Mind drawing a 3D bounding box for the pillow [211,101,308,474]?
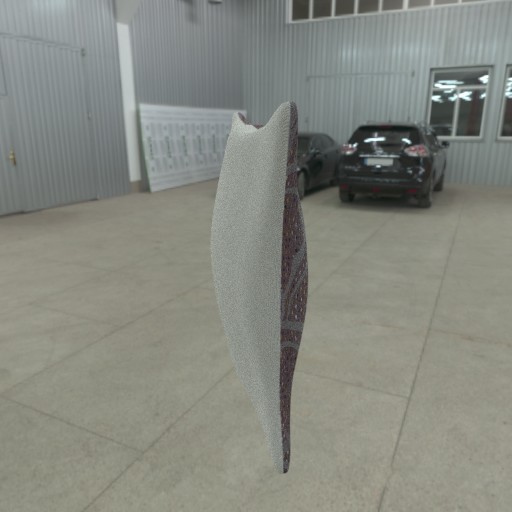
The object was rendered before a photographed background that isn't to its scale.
[{"bbox_3d":[0.000,0.000,0.809,0.163,0.513,0.514,-3,16,-9],"label":"pillow"}]
